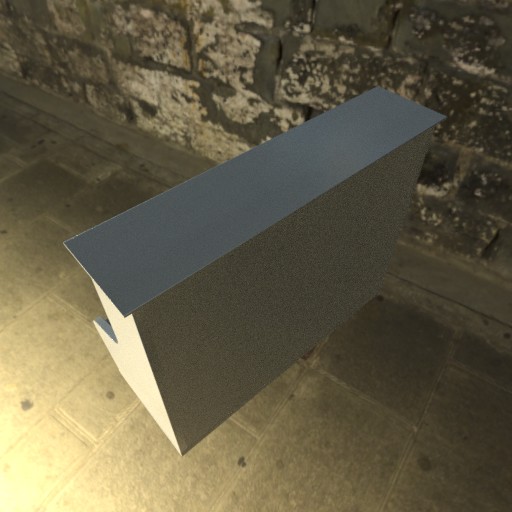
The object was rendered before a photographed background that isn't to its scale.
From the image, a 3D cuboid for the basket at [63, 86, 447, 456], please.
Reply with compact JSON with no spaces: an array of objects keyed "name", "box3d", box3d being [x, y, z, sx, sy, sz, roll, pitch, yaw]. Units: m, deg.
[{"name":"basket","box3d":[0.000,0.000,1.079,0.780,0.600,0.350,-33,55,-27]}]
